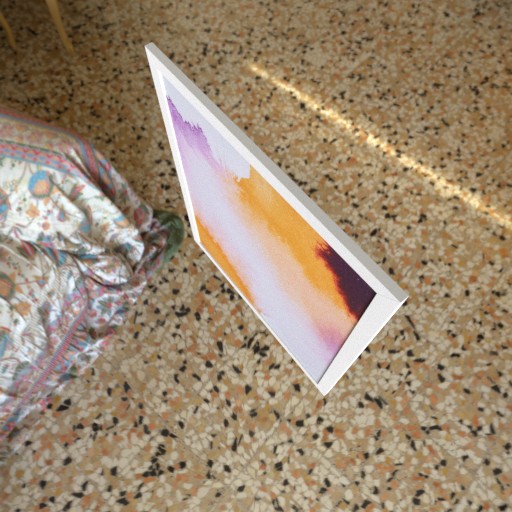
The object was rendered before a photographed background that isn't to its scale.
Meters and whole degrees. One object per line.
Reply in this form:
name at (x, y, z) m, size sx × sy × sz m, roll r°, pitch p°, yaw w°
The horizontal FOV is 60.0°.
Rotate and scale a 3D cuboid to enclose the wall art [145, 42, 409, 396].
wall art at (0.000, 0.000, 0.778) m, size 0.012 × 0.557 × 0.482 m, roll -35°, pitch 68°, yaw -16°
